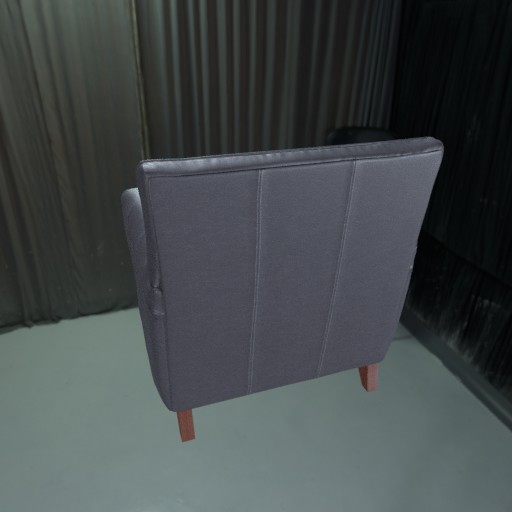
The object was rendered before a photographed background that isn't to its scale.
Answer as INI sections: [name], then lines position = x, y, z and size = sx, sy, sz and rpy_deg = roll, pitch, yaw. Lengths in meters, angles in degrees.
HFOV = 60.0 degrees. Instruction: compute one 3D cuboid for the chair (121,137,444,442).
[chair]
position = 0.000, 0.000, 1.616
size = 0.870, 0.943, 0.825
rpy_deg = -9, 28, -17
